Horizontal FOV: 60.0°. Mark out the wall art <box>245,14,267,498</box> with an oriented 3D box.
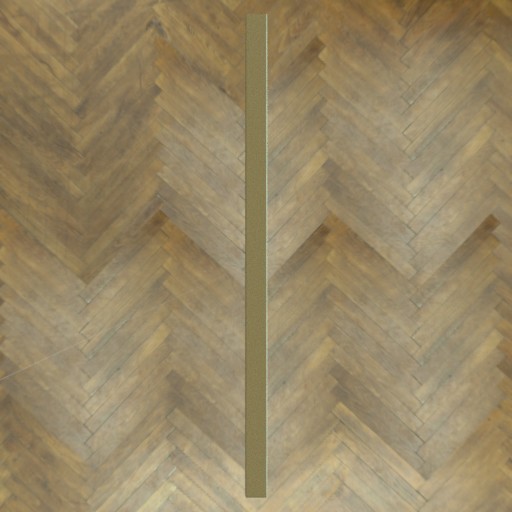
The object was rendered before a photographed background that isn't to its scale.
[{"bbox_3d":[0.000,0.000,0.473,0.019,0.254,0.380,0,90,0],"label":"wall art"}]
